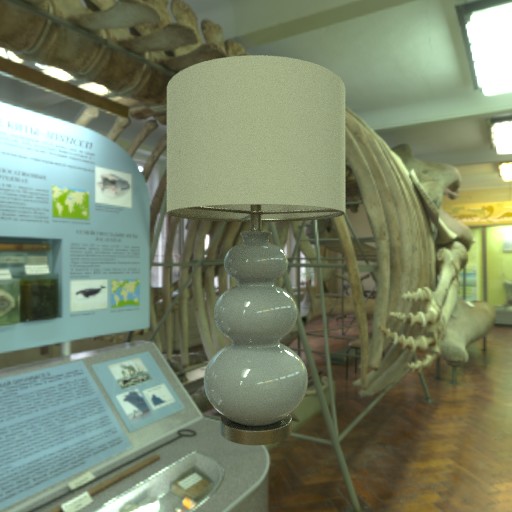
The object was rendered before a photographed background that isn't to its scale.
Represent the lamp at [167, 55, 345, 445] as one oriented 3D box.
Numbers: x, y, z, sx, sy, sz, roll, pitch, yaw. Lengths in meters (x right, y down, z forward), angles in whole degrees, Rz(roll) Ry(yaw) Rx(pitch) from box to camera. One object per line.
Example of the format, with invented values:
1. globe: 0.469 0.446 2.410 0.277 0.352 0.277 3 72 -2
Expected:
1. lamp: 0.000 0.000 0.929 0.367 0.730 0.367 0 0 0
